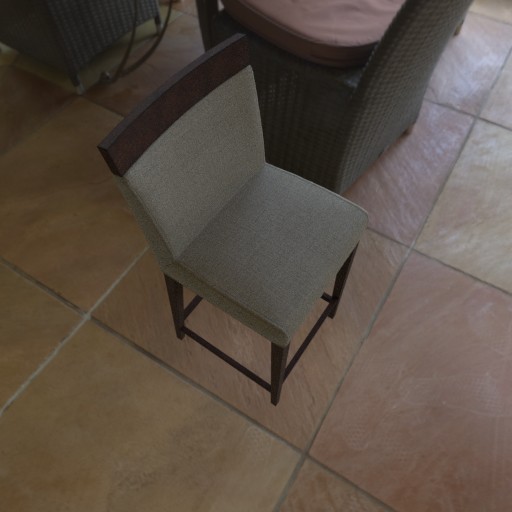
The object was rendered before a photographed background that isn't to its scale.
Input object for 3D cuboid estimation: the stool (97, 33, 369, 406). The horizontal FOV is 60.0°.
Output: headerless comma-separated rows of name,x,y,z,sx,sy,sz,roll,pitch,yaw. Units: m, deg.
stool,0.000,0.000,1.445,0.531,1.117,0.511,30,63,18
